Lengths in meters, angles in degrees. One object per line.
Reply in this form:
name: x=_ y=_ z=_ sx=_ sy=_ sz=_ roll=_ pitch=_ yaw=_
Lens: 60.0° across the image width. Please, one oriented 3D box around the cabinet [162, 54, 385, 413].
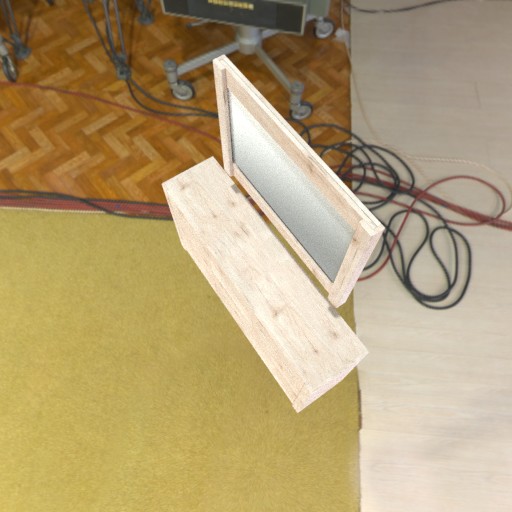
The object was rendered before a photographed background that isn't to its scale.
cabinet: x=0.000 y=0.000 z=2.750 sx=0.420 sy=1.981 sz=1.700 roll=-32 pitch=68 yaw=-14
